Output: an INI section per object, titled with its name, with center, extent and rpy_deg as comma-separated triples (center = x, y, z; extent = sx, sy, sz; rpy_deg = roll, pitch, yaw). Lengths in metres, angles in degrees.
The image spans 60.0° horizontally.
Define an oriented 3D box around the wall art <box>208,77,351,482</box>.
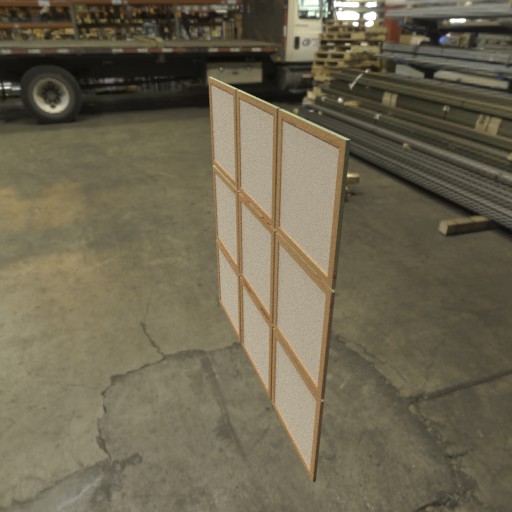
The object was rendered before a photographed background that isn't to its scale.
[wall art]
center = 0.000, 0.000, 1.792
extent = 0.013, 1.219, 1.214
rpy_deg = -10, 30, -18
